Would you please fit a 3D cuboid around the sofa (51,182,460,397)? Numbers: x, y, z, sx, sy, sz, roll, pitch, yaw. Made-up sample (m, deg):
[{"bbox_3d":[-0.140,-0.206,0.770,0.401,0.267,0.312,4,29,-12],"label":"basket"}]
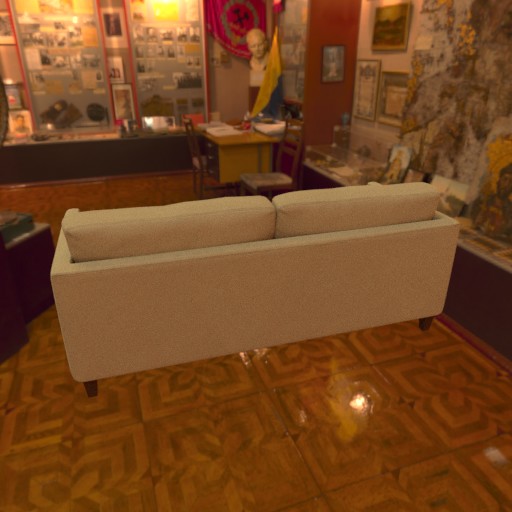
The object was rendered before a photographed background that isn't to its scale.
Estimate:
[{"bbox_3d":[0.000,0.000,2.717,2.181,0.932,0.948,-7,26,-16],"label":"sofa"}]
